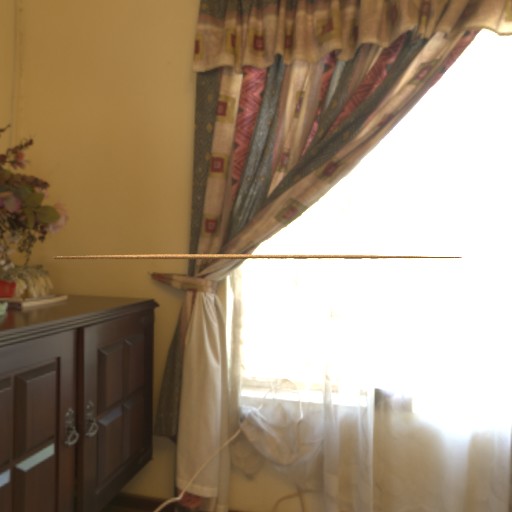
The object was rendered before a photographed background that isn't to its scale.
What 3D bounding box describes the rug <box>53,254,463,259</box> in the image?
[{"bbox_3d":[0.000,0.000,3.909,2.288,0.018,2.895,0,0,-1],"label":"rug"}]
